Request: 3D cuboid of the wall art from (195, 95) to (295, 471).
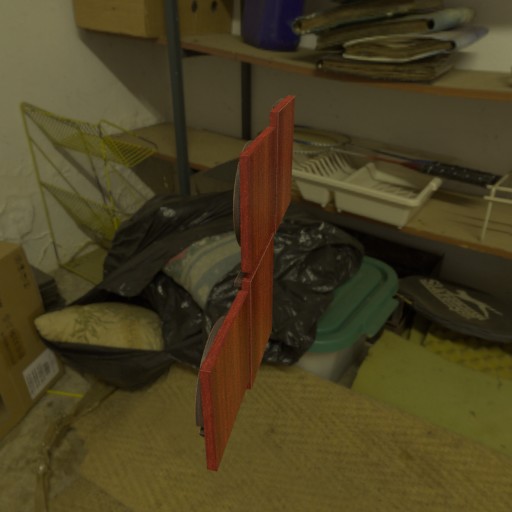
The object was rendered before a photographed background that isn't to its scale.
[{"bbox_3d":[0.000,0.000,0.855,0.030,0.497,0.635,7,29,12],"label":"wall art"}]
